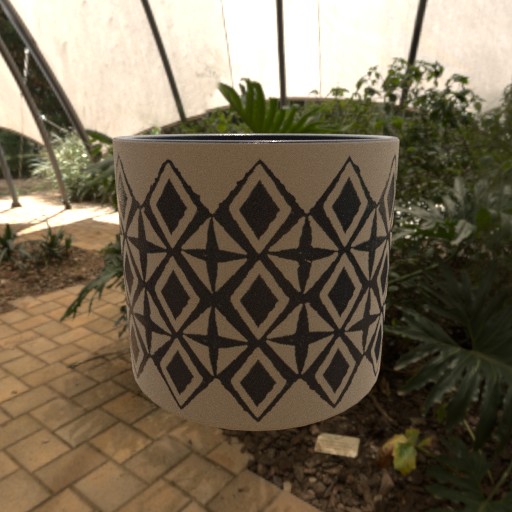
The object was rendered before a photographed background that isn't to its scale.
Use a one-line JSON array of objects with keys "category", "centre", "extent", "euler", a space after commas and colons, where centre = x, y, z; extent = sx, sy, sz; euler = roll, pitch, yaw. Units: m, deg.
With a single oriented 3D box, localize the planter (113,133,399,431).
[{"category": "planter", "centre": [0.000, 0.000, 0.388], "extent": [0.224, 0.203, 0.224], "euler": [0, 16, 0]}]
